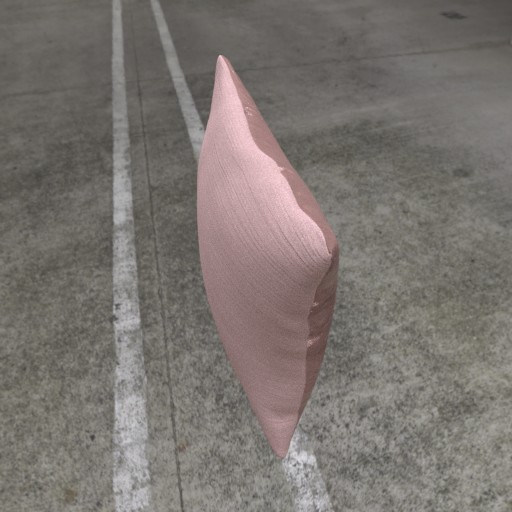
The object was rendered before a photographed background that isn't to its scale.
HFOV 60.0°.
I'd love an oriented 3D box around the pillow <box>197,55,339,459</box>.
[{"bbox_3d":[0.000,0.000,0.707,0.175,0.464,0.470,-10,46,-10],"label":"pillow"}]
